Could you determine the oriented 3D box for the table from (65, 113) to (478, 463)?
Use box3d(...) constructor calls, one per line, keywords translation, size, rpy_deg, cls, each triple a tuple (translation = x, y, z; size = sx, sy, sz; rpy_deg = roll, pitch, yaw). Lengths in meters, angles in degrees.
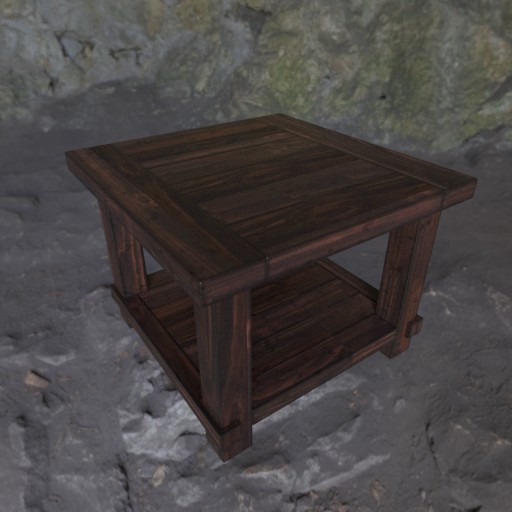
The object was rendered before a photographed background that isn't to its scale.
box3d(translation=(0.000, 0.000, 1.010), size=(0.593, 0.437, 0.606), rpy_deg=(-20, 37, -29), cls="table")
